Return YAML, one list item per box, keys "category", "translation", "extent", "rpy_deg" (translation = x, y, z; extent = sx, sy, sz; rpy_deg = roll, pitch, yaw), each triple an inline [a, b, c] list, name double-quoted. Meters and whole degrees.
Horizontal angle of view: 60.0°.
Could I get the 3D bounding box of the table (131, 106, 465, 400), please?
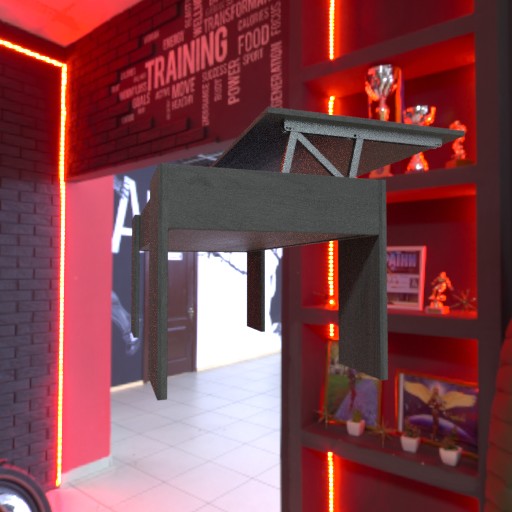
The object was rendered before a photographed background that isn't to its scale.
- category: "table"
  translation: [0.000, 0.000, 1.402]
  extent: [0.711, 0.570, 1.000]
  rpy_deg: [1, -2, -18]
